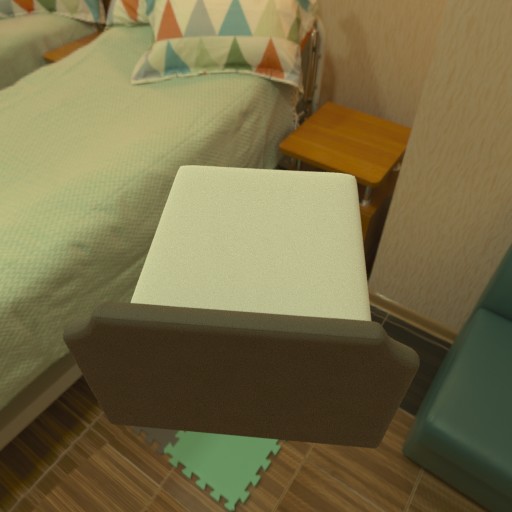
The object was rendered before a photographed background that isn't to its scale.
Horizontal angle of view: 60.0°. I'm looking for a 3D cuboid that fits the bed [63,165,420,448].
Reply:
[{"bbox_3d":[0.000,0.000,3.262,1.831,1.297,2.181,4,47,4],"label":"bed"}]
